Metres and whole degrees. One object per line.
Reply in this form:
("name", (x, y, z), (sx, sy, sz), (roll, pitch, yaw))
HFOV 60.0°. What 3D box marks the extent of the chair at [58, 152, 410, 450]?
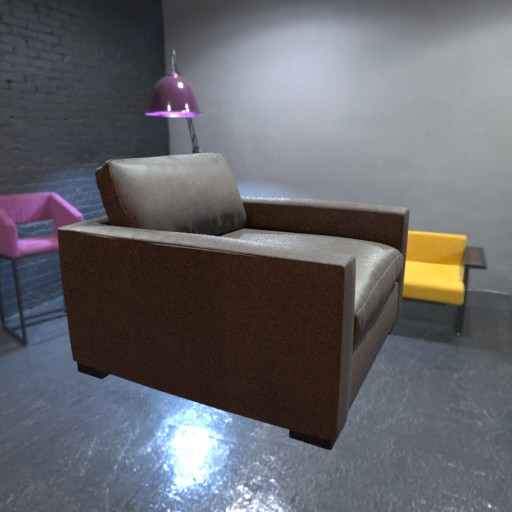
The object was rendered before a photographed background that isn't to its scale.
("chair", (0.000, 0.000, 1.824), (1.080, 0.807, 1.106), (7, 17, 26))
